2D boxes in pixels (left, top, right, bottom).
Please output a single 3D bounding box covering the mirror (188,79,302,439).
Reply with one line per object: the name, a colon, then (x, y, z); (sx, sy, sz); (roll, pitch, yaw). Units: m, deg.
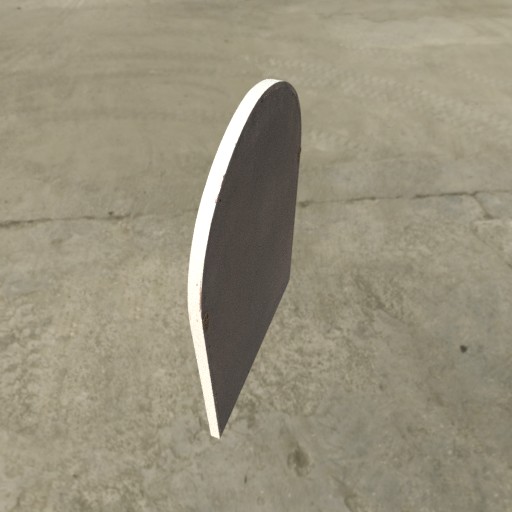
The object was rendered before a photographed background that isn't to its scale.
mirror: (0.000, 0.000, 1.193); (0.032, 0.920, 0.660); (16, 49, 14)
